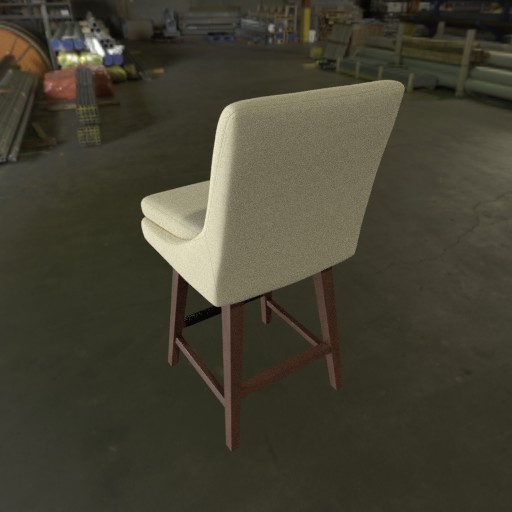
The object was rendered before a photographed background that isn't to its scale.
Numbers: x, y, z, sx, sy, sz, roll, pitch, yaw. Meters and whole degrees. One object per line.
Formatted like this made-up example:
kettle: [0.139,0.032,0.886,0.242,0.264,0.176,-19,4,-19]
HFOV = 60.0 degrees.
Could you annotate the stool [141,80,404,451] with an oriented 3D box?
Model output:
stool: [0.000,0.000,1.278,0.483,0.991,0.559,-19,36,-29]
